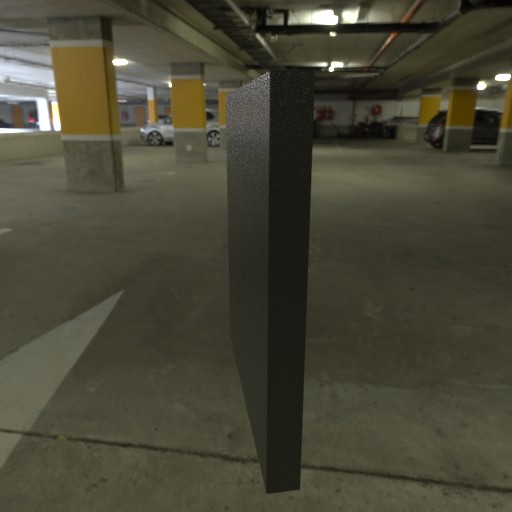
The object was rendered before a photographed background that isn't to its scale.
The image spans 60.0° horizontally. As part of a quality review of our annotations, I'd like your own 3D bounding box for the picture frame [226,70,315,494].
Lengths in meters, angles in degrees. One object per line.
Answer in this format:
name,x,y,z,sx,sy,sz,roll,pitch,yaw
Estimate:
picture frame,0.000,0.000,0.528,0.034,0.378,0.328,-3,17,-9
